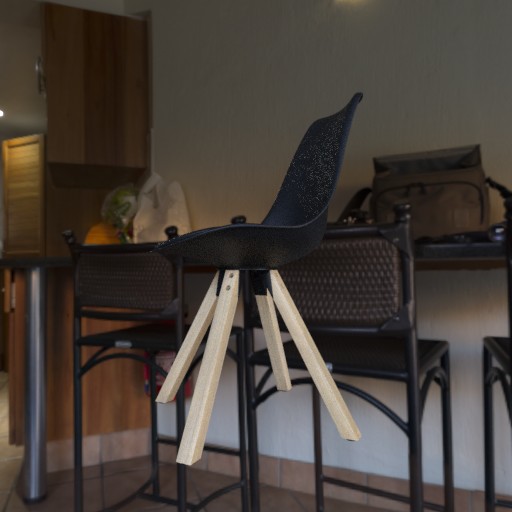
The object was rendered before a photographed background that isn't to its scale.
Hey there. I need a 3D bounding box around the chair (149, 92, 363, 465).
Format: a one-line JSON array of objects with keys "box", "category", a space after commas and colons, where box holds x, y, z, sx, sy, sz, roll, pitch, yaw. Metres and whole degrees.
[{"box": [0.000, 0.000, 1.174, 0.549, 0.850, 0.485, 0, -1, -18], "category": "chair"}]
